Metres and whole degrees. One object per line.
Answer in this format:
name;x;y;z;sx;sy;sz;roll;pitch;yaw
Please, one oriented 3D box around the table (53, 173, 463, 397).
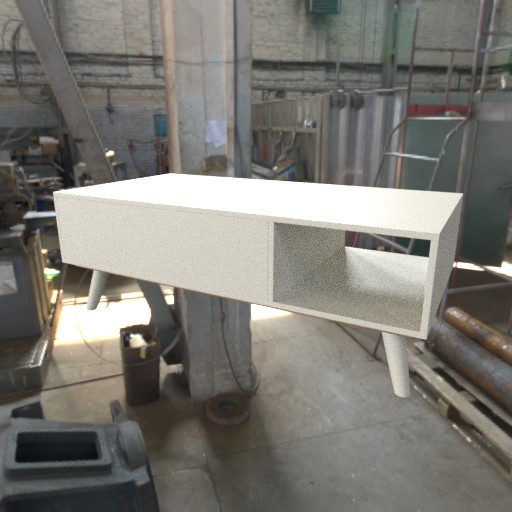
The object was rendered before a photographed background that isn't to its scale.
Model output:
table;0.000;0.000;1.509;1.194;0.432;0.609;9;19;27
